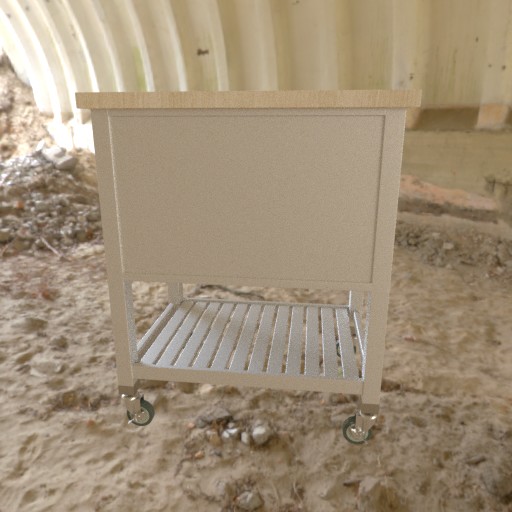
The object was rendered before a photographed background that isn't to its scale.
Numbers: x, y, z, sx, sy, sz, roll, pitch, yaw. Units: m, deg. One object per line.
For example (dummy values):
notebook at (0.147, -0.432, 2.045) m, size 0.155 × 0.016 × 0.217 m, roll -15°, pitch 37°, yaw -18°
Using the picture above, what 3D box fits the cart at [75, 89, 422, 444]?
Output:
cart at (0.000, 0.000, 1.359) m, size 0.762 × 0.914 × 0.559 m, roll 2°, pitch 17°, yaw 7°
